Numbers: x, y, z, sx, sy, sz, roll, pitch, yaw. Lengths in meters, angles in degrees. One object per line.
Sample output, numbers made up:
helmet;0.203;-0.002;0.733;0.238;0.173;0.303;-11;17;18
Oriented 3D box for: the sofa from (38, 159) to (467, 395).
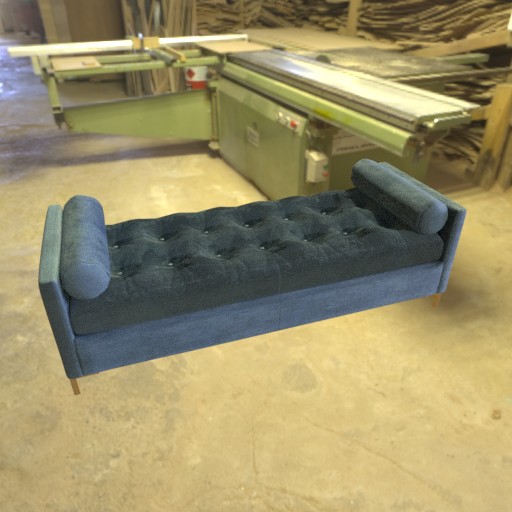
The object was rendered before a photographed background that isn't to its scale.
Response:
sofa;0.000;0.000;2.484;2.102;0.705;0.796;-10;33;-16
